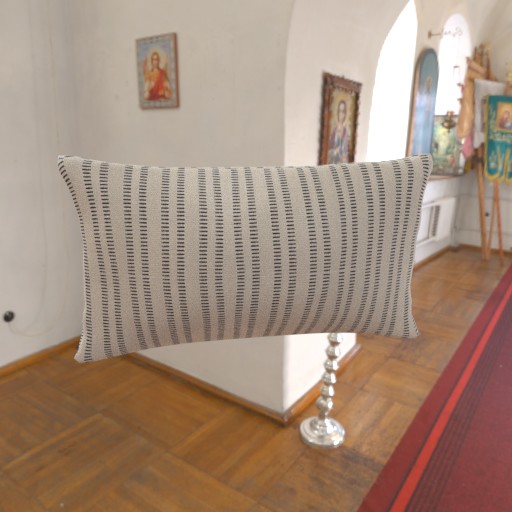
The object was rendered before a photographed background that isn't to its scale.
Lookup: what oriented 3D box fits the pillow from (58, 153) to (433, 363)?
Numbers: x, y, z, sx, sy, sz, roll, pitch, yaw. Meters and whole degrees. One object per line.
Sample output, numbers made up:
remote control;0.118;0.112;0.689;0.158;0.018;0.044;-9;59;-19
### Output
pillow;0.000;0.000;0.787;0.640;0.353;0.210;-3;15;-9
